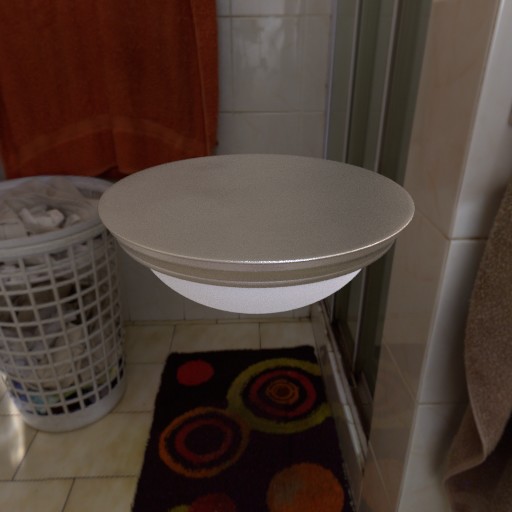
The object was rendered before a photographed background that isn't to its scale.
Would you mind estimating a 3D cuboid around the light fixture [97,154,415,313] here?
[{"bbox_3d":[0.000,0.000,0.440,0.280,0.135,0.280,0,27,0],"label":"light fixture"}]
